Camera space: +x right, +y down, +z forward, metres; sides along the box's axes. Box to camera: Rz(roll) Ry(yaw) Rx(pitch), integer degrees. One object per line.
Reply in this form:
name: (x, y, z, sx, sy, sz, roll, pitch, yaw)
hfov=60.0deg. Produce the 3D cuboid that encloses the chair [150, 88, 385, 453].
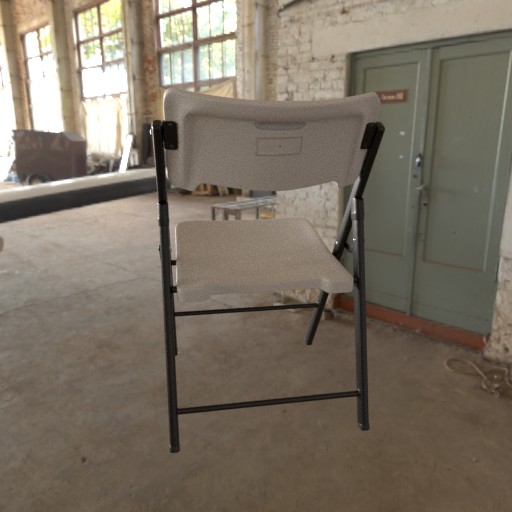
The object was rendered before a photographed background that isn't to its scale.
chair: (0.000, 0.000, 1.151, 0.482, 0.765, 0.577, -3, 15, -10)
